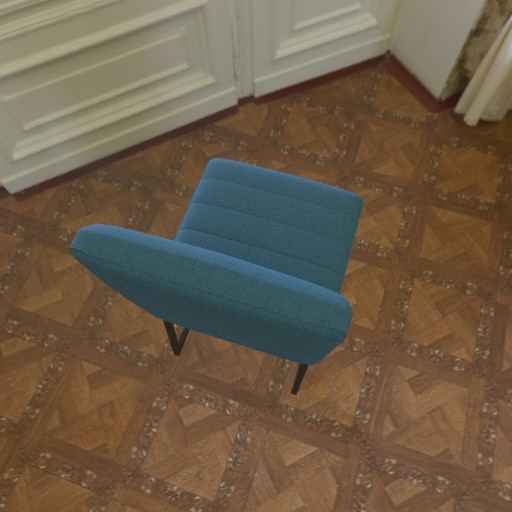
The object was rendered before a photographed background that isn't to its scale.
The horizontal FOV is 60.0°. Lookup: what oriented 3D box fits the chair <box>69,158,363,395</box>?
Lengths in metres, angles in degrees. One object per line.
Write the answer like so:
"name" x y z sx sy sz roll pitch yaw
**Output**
"chair" 0.000 0.000 1.275 0.520 0.930 0.634 16 65 8
